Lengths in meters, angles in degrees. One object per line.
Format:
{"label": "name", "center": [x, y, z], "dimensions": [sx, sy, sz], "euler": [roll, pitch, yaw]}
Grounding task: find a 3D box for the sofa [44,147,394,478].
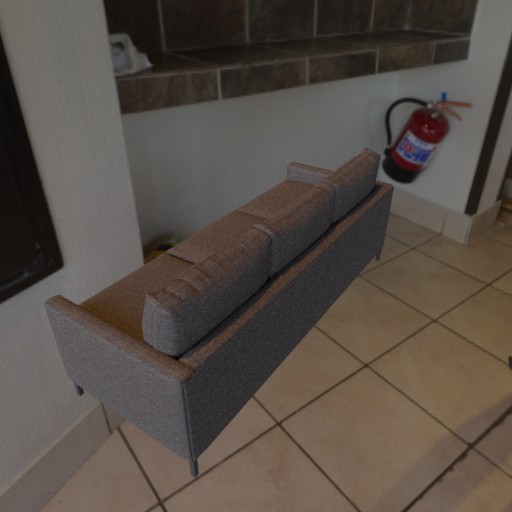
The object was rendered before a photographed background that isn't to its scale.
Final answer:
{"label": "sofa", "center": [0.000, 0.000, 2.679], "dimensions": [0.876, 0.882, 2.253], "euler": [20, 37, 29]}
